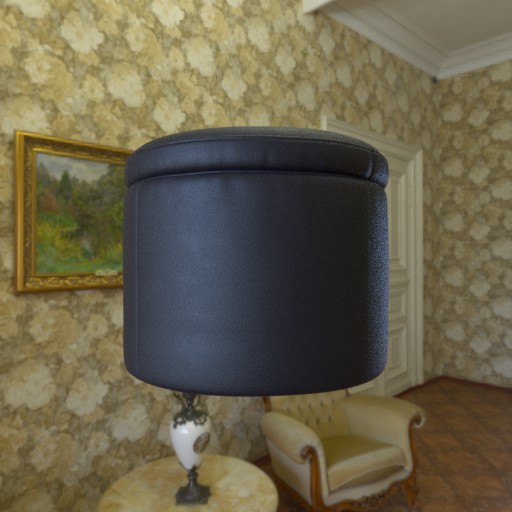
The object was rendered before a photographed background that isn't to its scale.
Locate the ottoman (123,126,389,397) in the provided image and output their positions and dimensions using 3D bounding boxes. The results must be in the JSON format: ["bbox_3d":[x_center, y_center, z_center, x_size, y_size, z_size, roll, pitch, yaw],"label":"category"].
[{"bbox_3d":[0.000,0.000,0.872,0.501,0.409,0.501,0,0,0],"label":"ottoman"}]
